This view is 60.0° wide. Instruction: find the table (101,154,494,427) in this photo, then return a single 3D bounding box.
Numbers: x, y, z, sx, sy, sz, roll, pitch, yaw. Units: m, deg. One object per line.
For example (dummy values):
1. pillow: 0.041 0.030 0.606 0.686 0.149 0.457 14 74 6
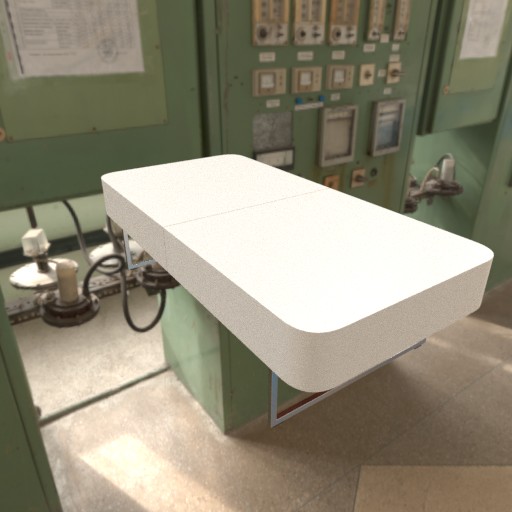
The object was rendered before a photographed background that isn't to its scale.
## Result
1. table: 0.000 0.000 1.408 0.600 0.340 1.200 -17 31 -30
